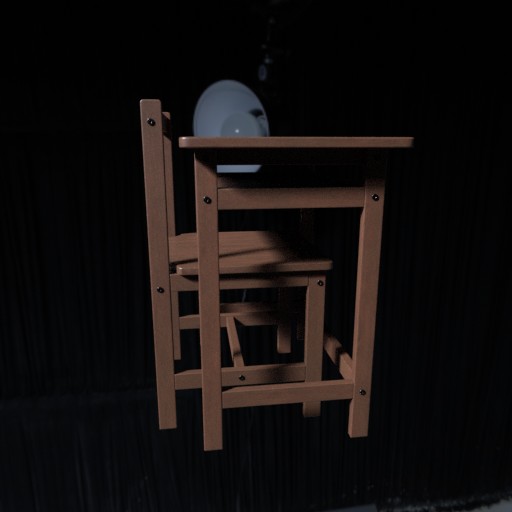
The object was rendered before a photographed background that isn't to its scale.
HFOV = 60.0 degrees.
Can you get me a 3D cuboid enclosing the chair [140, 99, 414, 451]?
[{"bbox_3d":[0.000,0.000,1.062,0.463,0.673,0.599,-2,14,-8],"label":"chair"}]
